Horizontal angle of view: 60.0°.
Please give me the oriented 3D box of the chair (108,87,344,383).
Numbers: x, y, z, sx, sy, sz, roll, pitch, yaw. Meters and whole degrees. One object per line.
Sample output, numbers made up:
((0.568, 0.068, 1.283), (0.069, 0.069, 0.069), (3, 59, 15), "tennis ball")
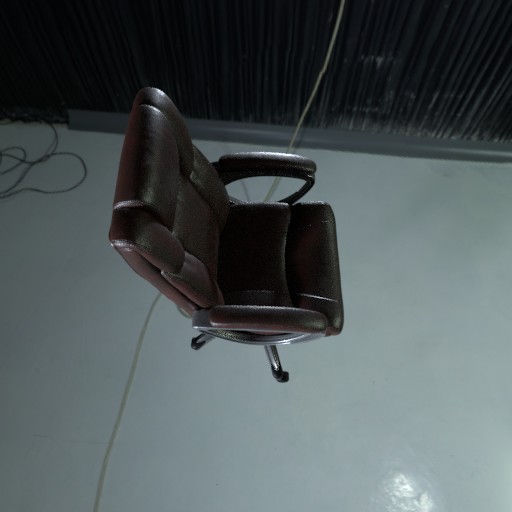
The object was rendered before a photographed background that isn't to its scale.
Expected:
((0.000, 0.000, 1.582), (0.692, 1.128, 0.656), (0, 62, 0), "chair")
